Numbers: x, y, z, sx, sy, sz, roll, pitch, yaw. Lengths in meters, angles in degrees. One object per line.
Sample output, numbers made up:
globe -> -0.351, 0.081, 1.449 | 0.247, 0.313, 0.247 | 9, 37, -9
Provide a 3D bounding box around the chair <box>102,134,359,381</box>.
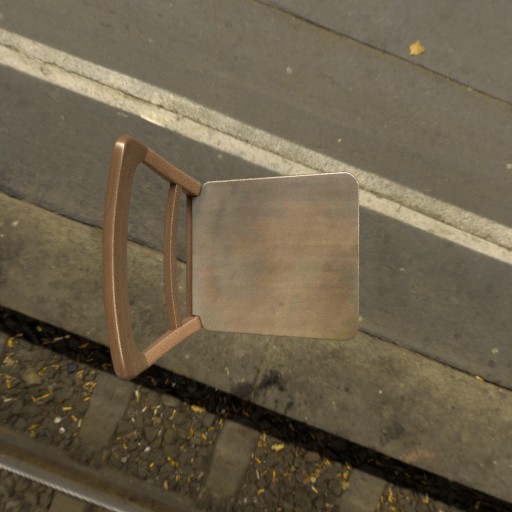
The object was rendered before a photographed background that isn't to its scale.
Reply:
chair -> 0.000, 0.000, 1.264 | 0.546, 0.991, 0.450 | 0, 90, 0
